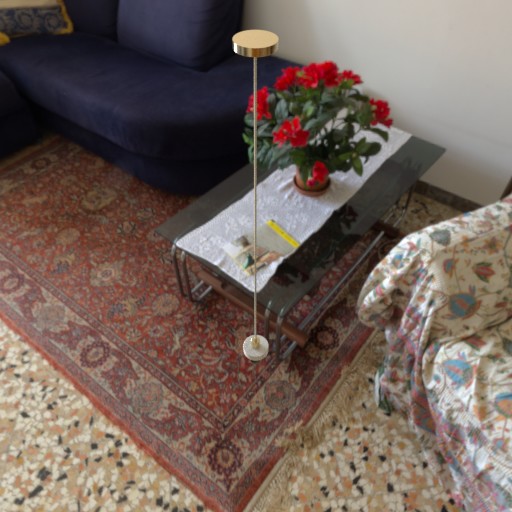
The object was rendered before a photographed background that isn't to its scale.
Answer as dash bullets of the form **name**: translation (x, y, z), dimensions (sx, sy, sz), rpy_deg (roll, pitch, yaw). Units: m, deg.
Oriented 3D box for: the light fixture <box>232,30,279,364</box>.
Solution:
- **light fixture**: translation (0.000, 0.000, 1.768), dimensions (0.129, 1.669, 0.129), rpy_deg (2, 47, 2)
